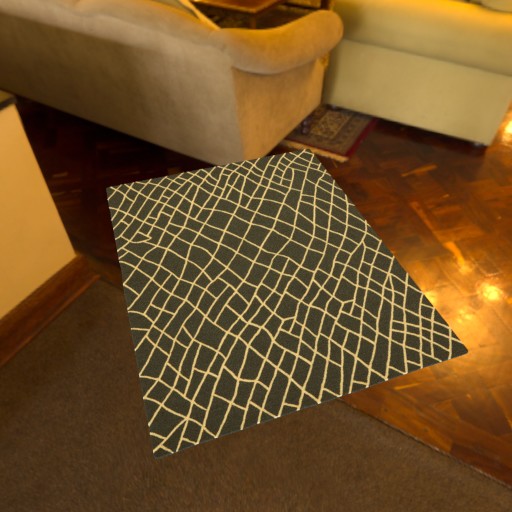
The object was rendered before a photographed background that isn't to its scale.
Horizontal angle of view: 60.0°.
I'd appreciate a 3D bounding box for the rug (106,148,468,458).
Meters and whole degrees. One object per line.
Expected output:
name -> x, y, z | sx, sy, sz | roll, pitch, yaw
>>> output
rug -> 0.000, 0.000, 4.140 | 2.439, 0.022, 3.047 | -14, 47, -13
